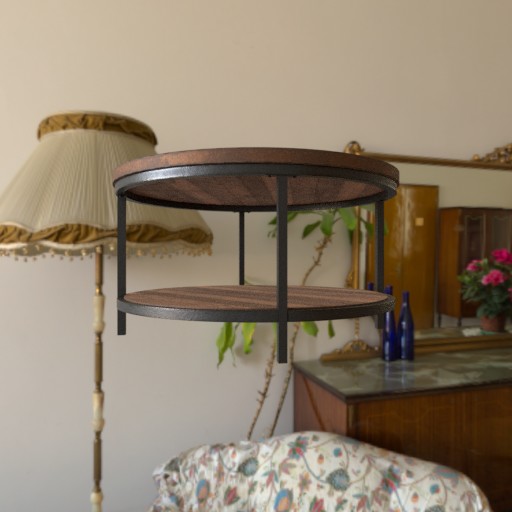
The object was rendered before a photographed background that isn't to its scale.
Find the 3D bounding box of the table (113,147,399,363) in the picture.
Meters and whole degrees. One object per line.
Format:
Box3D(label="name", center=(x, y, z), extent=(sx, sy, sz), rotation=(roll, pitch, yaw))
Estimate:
Box3D(label="table", center=(0.000, 0.000, 1.358), extent=(0.837, 0.462, 0.837), rotation=(0, 0, 0))
